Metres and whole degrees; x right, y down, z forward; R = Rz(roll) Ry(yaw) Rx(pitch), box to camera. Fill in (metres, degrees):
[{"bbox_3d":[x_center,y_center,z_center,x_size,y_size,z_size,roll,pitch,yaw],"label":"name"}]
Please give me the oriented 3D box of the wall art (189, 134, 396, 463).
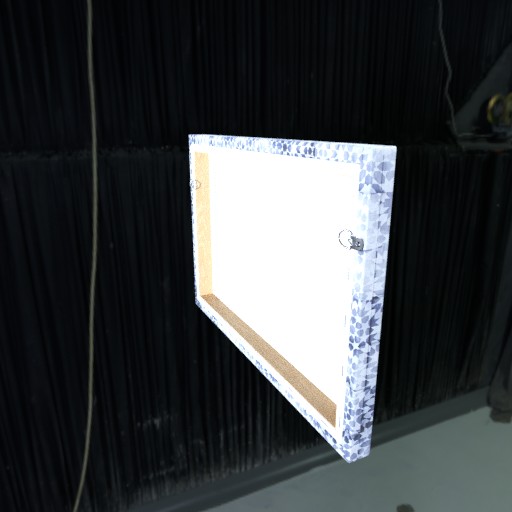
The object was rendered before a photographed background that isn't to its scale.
[{"bbox_3d":[0.000,0.000,1.185,0.057,0.608,0.911,-8,18,-25],"label":"wall art"}]
